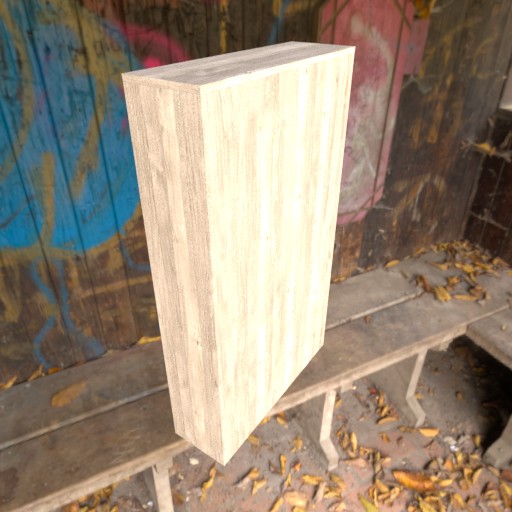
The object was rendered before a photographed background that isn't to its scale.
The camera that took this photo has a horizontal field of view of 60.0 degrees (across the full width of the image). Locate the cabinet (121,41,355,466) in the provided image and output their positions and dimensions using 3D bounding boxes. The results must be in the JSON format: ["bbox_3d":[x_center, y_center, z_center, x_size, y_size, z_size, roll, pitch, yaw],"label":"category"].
[{"bbox_3d":[0.000,0.000,1.551,0.250,1.280,0.750,20,37,29],"label":"cabinet"}]
